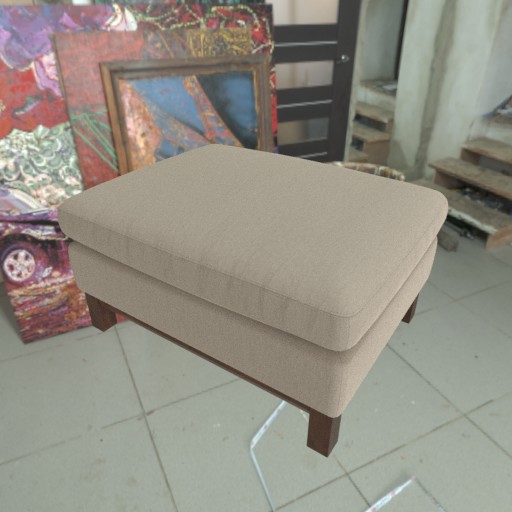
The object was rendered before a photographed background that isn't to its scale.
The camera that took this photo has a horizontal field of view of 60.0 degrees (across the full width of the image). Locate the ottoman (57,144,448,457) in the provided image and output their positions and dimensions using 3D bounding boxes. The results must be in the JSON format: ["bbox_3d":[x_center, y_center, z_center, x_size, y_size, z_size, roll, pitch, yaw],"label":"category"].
[{"bbox_3d":[0.000,0.000,1.130,0.771,0.420,0.606,19,35,29],"label":"ottoman"}]
